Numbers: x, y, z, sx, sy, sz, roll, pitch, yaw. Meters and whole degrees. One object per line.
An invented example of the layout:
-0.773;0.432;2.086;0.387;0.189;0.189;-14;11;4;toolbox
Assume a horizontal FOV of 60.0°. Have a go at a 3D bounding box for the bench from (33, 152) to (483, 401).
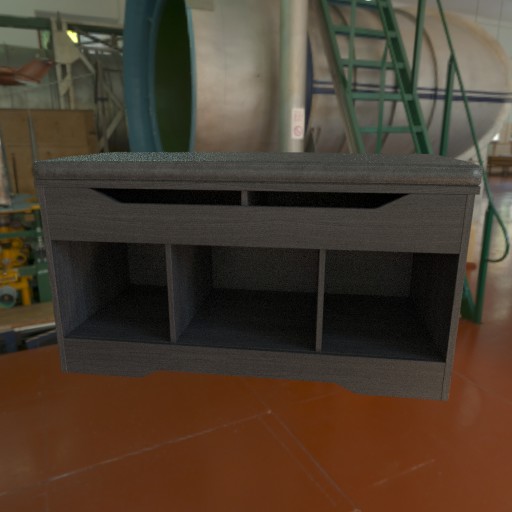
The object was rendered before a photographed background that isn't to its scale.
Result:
0.000;0.000;1.129;0.905;0.501;0.401;2;16;7;bench
